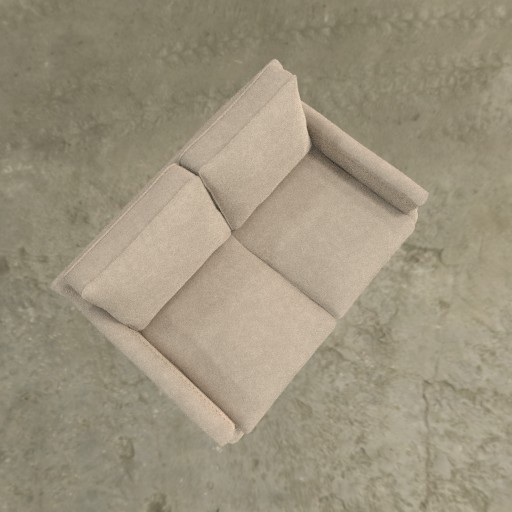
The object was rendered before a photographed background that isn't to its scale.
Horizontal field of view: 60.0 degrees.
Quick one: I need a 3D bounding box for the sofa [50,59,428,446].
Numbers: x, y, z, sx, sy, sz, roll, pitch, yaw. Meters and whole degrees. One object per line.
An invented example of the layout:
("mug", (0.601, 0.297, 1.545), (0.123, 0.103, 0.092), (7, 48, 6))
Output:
("sofa", (0.000, 0.000, 2.290), (1.084, 1.002, 1.597), (40, 79, 9))
